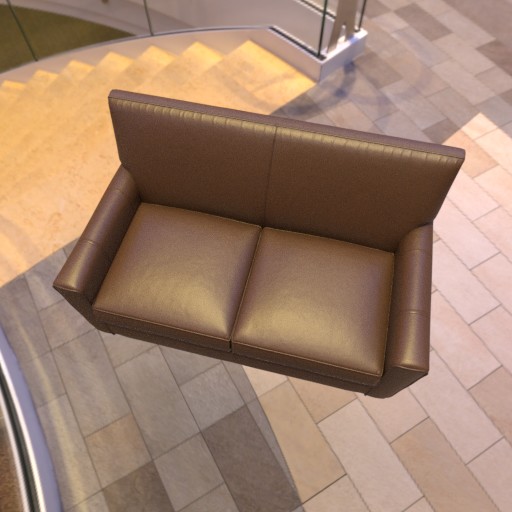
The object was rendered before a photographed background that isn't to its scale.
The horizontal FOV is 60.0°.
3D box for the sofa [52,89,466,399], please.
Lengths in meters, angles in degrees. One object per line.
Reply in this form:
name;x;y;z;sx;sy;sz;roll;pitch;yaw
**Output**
sofa;0.000;0.000;1.965;1.468;0.859;0.853;12;60;7
